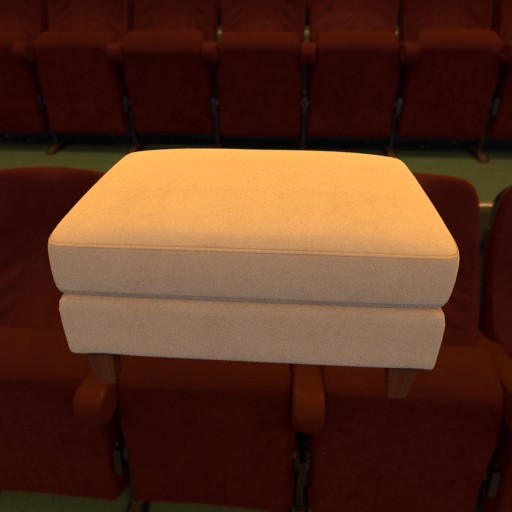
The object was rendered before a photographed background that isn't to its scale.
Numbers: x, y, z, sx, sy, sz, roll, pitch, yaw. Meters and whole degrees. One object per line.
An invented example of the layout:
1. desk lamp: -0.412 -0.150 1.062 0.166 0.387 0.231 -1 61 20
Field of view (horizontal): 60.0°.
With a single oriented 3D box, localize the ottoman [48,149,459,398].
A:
1. ottoman: 0.000 0.000 1.205 0.864 0.483 0.584 2 31 3
